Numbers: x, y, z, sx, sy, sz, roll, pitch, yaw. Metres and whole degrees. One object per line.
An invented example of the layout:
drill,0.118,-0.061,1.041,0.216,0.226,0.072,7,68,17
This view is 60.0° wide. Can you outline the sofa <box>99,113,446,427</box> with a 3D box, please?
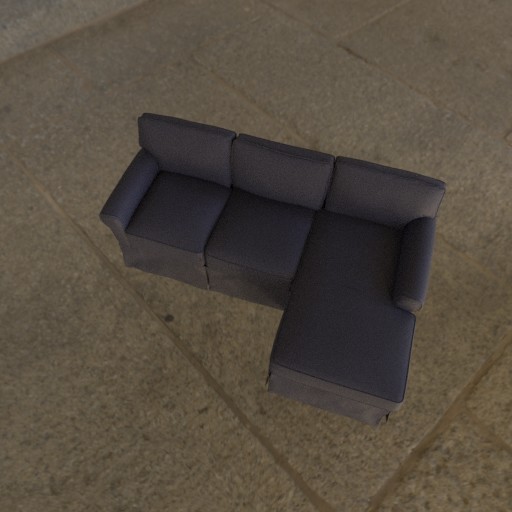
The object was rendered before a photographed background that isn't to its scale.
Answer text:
sofa,0.000,0.000,3.374,2.518,1.039,1.637,15,59,10
